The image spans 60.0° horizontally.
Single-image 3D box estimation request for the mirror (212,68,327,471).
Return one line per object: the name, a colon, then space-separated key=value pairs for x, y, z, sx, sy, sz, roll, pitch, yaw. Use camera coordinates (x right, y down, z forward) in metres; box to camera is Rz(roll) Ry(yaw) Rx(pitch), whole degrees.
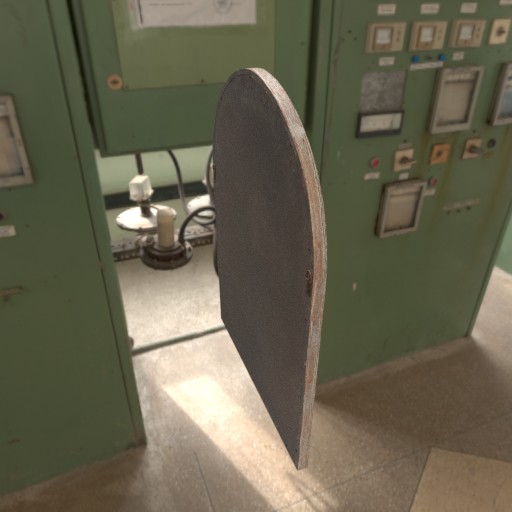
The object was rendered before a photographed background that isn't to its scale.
mirror: x=0.000 y=0.000 z=1.172 sx=0.032 sy=0.920 sz=0.660 roll=-11 pitch=33 yaw=-18
